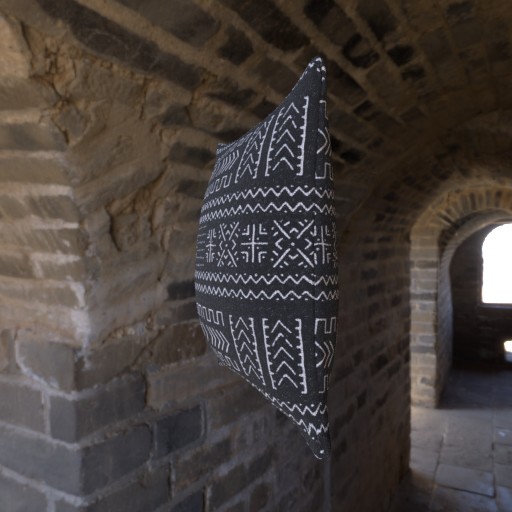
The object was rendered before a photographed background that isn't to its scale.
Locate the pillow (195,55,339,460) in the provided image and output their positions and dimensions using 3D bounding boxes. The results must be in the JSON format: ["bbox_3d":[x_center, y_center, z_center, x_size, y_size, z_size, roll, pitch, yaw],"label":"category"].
[{"bbox_3d":[0.000,0.000,0.660,0.164,0.430,0.438,0,1,-19],"label":"pillow"}]
